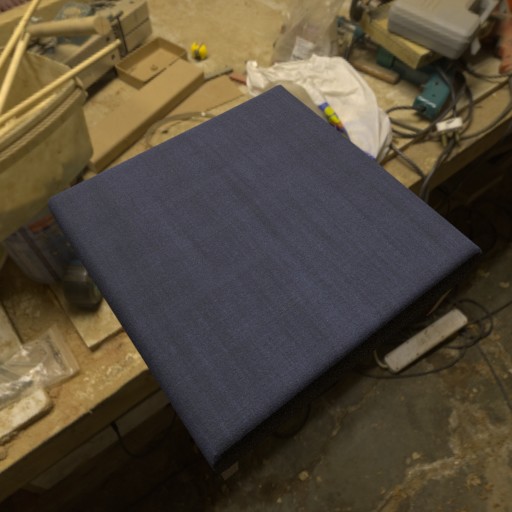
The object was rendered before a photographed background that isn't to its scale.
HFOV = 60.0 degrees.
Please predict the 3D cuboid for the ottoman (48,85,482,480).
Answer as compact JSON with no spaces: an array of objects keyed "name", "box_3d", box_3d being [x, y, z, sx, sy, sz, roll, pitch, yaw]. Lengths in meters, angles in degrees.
[{"name":"ottoman","box_3d":[0.000,0.000,1.379,0.889,0.411,0.890,-32,63,-19]}]
